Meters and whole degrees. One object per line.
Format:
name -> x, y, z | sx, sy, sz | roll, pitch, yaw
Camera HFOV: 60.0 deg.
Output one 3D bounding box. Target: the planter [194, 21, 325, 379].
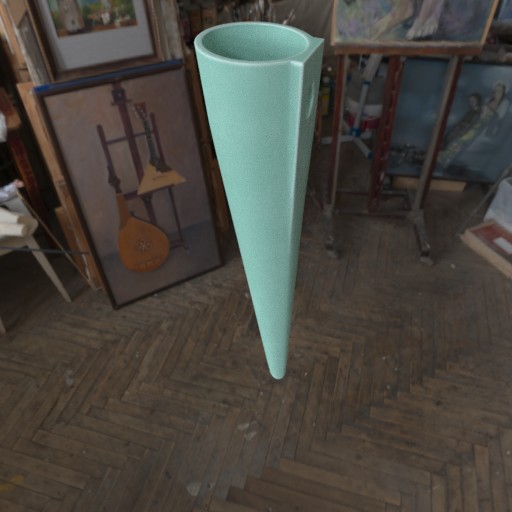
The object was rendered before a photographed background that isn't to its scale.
planter -> 0.000, 0.000, 0.290 | 0.055, 0.268, 0.054 | 16, 46, 16
